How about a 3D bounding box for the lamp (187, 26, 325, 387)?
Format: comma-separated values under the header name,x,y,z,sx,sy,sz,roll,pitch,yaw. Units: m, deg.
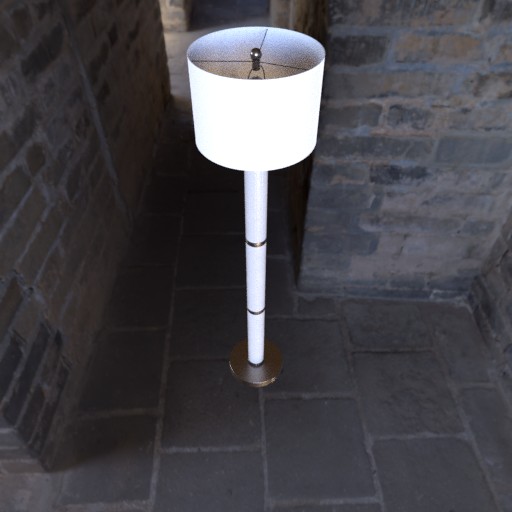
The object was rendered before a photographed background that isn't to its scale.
name,x,y,z,sx,sy,sz,roll,pitch,yaw
lamp,0.000,0.000,1.768,0.377,1.599,0.377,31,53,27
